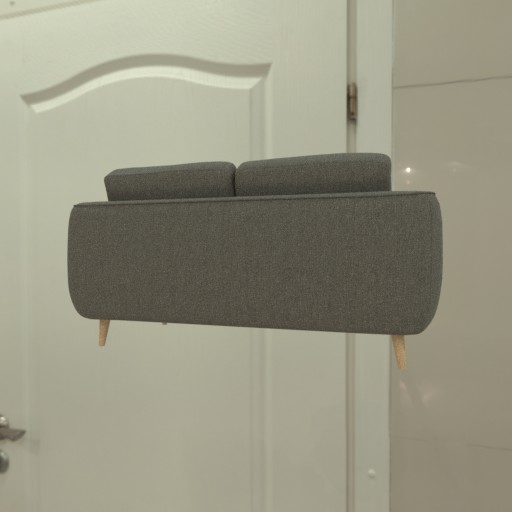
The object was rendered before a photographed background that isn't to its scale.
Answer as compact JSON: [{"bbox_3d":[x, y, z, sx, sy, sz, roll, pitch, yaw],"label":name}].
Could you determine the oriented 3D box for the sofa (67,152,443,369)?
[{"bbox_3d":[0.000,0.000,2.241,1.700,0.870,0.920,0,1,17],"label":"sofa"}]
